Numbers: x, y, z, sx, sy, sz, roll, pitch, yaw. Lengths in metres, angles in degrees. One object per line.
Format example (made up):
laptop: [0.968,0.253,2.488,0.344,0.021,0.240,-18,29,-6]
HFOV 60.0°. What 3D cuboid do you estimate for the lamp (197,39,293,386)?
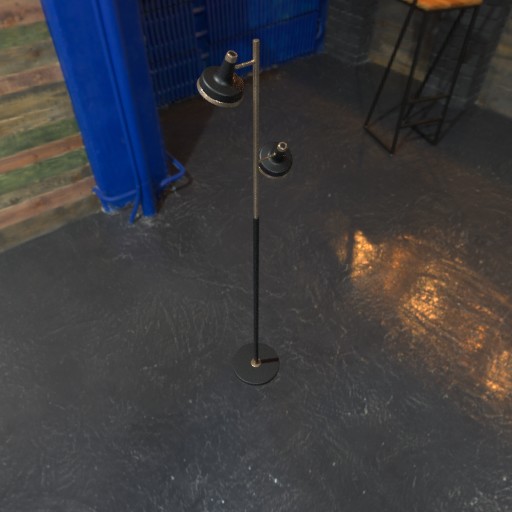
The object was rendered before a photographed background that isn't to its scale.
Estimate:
lamp: [0.000,0.000,1.804,0.351,1.674,0.253,-28,52,-25]
